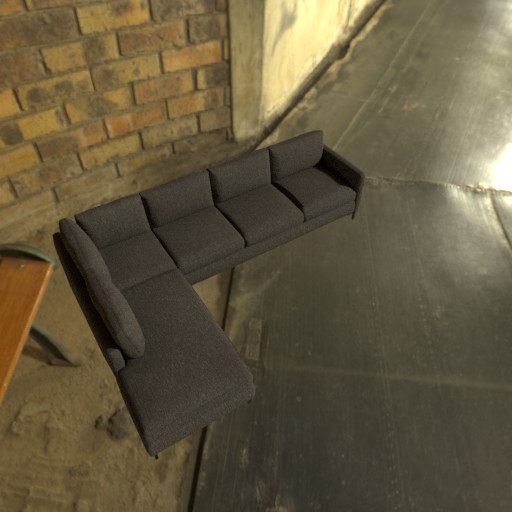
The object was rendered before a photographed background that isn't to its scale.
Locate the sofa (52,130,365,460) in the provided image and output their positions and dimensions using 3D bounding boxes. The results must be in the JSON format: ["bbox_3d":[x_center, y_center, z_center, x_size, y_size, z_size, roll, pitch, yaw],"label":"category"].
[{"bbox_3d":[0.000,0.000,3.893,2.949,0.815,2.007,-25,50,-22],"label":"sofa"}]
